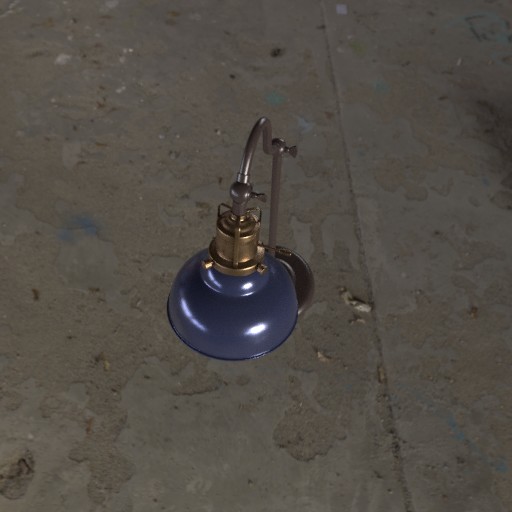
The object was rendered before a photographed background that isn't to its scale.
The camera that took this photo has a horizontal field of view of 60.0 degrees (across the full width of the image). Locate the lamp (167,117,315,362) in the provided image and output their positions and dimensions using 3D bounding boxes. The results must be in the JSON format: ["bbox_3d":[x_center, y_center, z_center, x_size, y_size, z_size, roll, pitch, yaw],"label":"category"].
[{"bbox_3d":[0.000,0.000,0.685,0.192,0.508,0.374,16,59,10],"label":"lamp"}]
